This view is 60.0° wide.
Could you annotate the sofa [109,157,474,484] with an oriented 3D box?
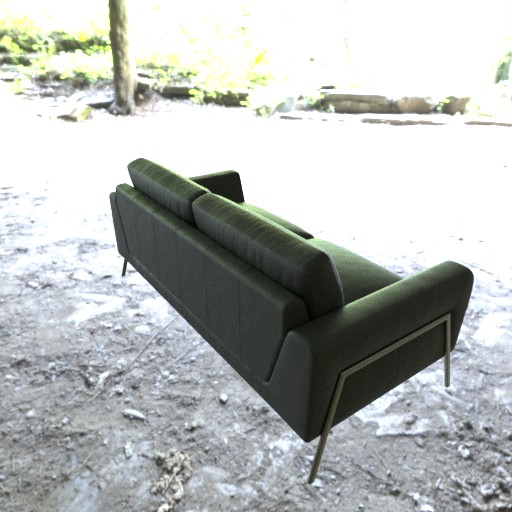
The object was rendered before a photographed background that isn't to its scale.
[{"bbox_3d":[0.000,0.000,2.485,0.953,0.875,2.017,-18,32,-31],"label":"sofa"}]
